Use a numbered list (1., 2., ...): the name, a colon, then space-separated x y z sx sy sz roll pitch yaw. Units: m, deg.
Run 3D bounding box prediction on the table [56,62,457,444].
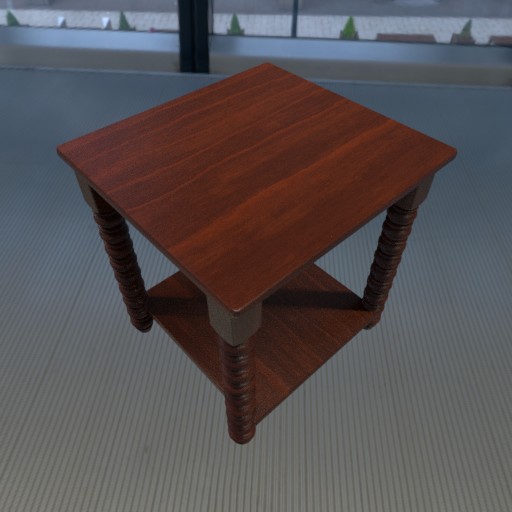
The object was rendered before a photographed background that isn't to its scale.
1. table: 0.000 0.000 1.002 0.533 0.567 0.500 -34 55 -28
